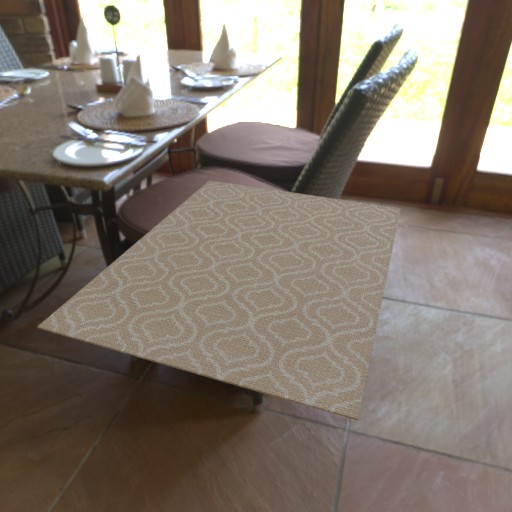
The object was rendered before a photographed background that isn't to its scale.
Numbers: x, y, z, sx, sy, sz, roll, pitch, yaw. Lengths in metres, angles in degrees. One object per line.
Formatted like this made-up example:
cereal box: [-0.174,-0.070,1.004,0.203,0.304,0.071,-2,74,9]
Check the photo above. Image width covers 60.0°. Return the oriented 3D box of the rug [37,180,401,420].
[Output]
rug: [0.000,0.000,3.994,2.286,0.013,2.894,11,34,17]
